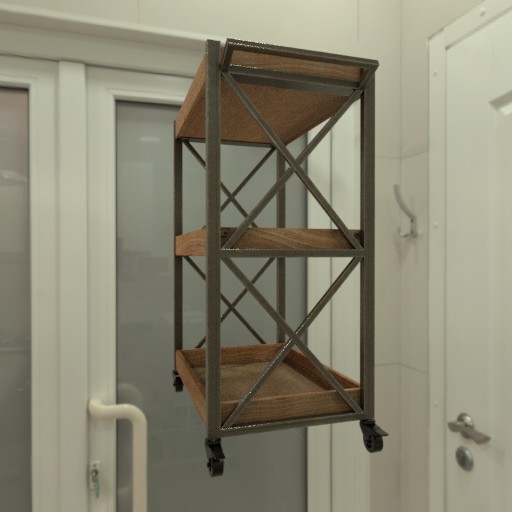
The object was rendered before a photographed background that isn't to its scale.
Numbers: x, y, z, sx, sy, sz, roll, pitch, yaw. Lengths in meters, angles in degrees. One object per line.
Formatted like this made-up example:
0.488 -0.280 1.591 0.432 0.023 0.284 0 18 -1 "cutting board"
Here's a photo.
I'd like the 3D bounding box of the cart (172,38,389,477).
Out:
0.000 0.000 1.173 0.377 0.835 0.673 0 0 -17 "cart"
